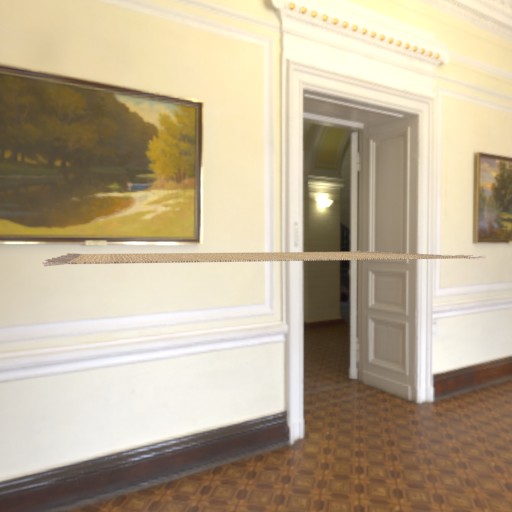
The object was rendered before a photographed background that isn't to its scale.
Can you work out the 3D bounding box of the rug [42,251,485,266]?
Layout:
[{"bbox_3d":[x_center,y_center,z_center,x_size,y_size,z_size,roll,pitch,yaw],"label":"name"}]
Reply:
[{"bbox_3d":[0.000,0.000,2.450,2.021,0.027,1.224,-1,2,-19],"label":"rug"}]
